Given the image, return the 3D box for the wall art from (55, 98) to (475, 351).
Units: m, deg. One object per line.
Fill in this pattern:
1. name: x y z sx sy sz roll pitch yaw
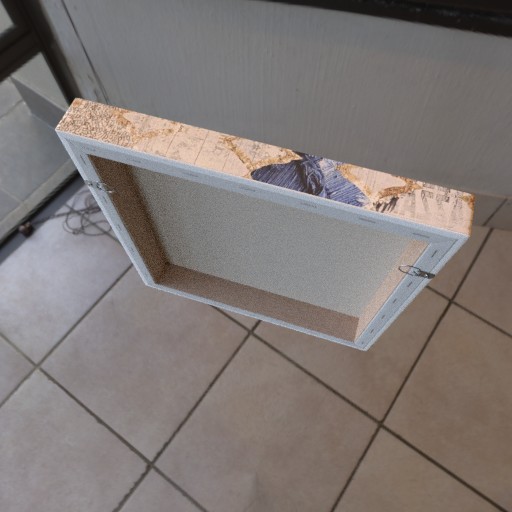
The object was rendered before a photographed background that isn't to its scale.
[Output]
1. wall art: 0.000 0.000 0.450 0.303 0.304 0.036 16 65 8
